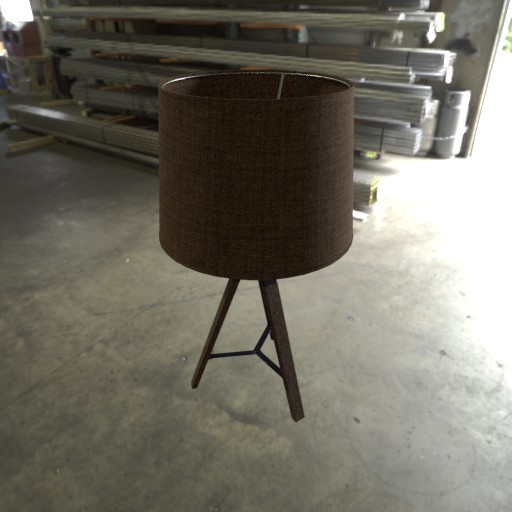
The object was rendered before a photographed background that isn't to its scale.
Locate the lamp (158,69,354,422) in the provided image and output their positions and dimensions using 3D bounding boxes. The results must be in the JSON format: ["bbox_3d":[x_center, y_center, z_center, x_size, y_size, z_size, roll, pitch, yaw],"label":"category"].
[{"bbox_3d":[0.000,0.000,0.696,0.290,0.514,0.290,0,30,0],"label":"lamp"}]
